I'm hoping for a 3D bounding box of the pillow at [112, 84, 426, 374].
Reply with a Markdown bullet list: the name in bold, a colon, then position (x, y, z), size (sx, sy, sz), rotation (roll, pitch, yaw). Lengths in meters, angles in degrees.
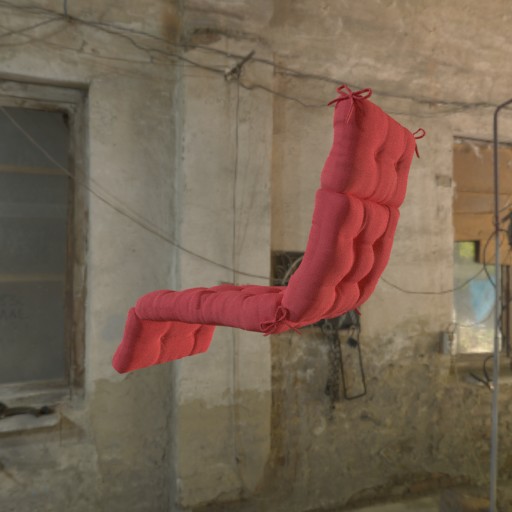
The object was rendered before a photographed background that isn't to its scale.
- **pillow**: position (0.000, 0.000, 1.543), size (1.016, 0.863, 0.526), rotation (0, 0, 36)
